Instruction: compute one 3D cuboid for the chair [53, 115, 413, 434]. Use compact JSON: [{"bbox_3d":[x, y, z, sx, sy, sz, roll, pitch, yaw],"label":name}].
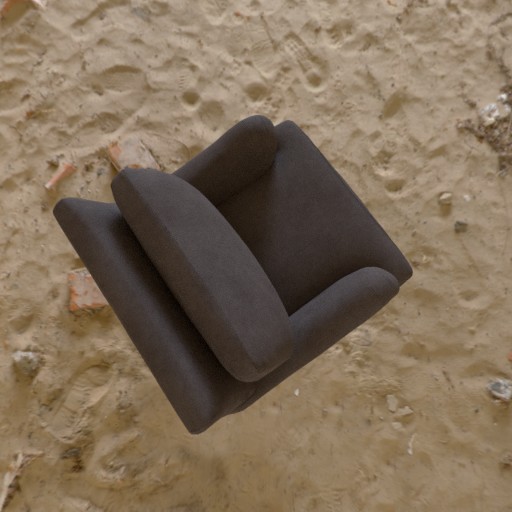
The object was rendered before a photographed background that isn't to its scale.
[{"bbox_3d":[0.000,0.000,1.879,1.070,0.997,0.955,-34,78,-8],"label":"chair"}]
